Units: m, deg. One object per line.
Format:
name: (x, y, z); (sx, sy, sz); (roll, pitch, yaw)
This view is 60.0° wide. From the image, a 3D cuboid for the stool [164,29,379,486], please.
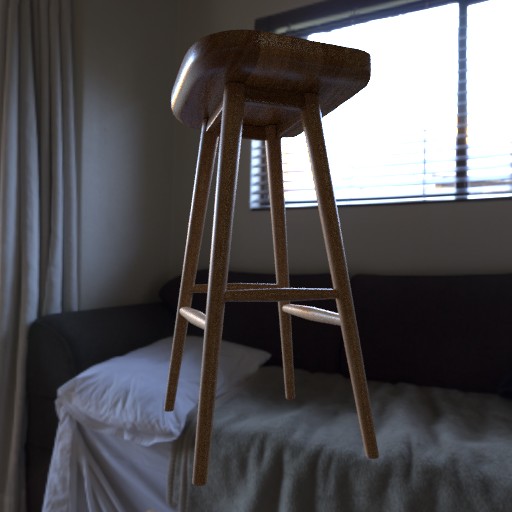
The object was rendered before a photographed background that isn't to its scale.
stool: (0.000, 0.000, 0.899); (0.322, 0.698, 0.407); (1, -2, -18)
